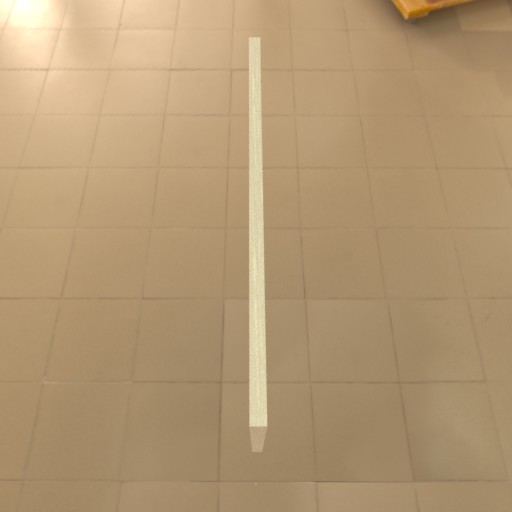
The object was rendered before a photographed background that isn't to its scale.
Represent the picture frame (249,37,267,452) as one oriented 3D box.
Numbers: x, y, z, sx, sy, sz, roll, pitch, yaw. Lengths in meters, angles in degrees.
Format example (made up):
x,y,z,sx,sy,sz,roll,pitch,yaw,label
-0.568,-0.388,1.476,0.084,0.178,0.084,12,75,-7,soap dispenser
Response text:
x,y,z,sx,sy,sz,roll,pitch,yaw,label
0.000,0.000,1.219,0.029,0.640,0.950,0,63,0,picture frame
